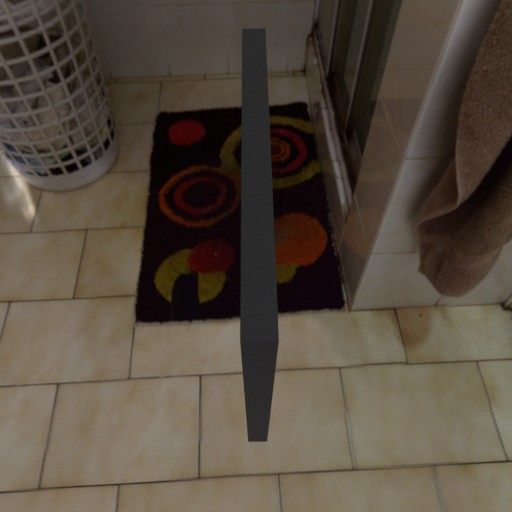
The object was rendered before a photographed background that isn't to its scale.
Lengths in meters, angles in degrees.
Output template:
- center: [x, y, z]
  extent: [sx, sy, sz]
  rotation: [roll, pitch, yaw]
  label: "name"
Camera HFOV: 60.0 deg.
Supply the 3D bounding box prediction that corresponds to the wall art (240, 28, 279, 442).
- center: [0.000, 0.000, 0.756]
  extent: [0.036, 0.503, 0.506]
  rotation: [-1, 57, 0]
  label: "wall art"
